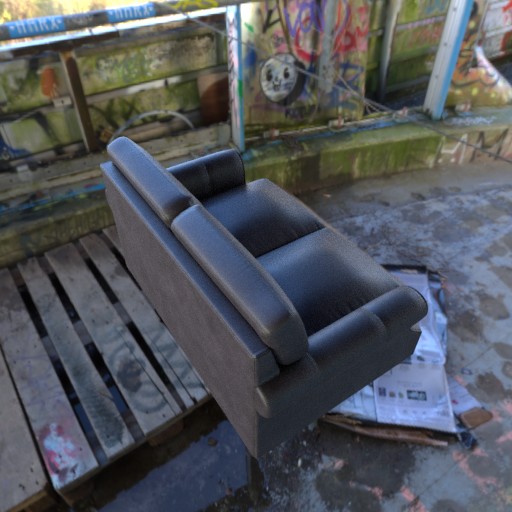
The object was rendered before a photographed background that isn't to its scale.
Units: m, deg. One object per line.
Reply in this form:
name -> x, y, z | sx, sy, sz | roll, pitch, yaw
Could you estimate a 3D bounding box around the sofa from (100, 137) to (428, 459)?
sofa -> 0.000, 0.000, 2.366 | 1.030, 0.979, 1.663 | -24, 47, -24
